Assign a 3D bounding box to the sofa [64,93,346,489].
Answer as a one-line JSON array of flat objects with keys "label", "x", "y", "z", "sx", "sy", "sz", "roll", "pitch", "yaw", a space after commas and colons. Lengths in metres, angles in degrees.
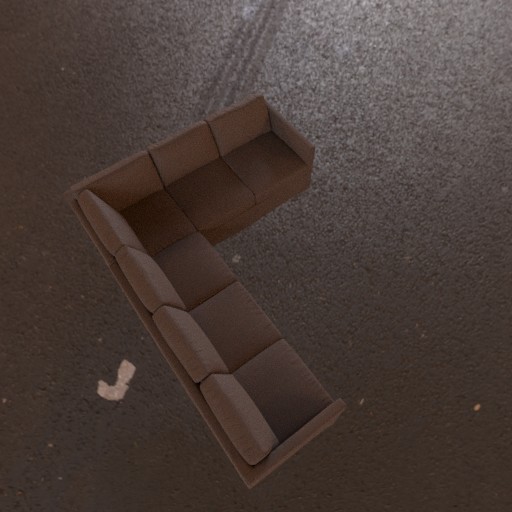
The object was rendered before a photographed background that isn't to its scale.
[{"label": "sofa", "x": 0.000, "y": 0.000, "z": 4.287, "sx": 2.432, "sy": 0.871, "sz": 3.182, "roll": -32, "pitch": 65, "yaw": -17}]
